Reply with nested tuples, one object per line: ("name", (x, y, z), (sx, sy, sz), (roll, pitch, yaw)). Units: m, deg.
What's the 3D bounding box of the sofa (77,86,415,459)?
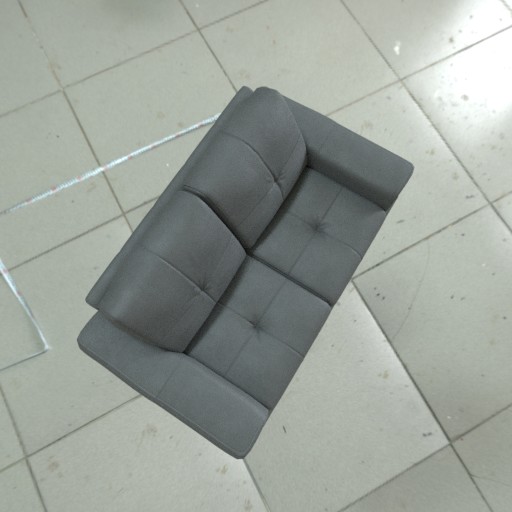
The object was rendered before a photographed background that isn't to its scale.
("sofa", (0.000, 0.000, 2.386), (1.018, 0.907, 1.806), (31, 77, 8))
